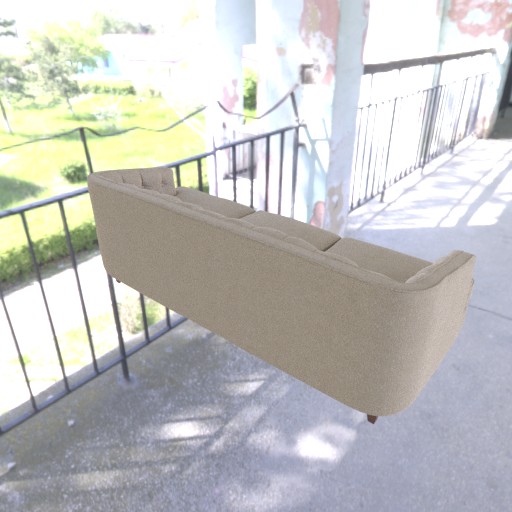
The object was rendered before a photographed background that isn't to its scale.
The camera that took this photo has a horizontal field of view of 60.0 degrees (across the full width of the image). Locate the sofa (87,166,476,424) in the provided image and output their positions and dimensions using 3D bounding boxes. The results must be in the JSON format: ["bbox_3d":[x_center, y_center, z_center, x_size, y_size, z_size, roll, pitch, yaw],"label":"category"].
[{"bbox_3d":[0.000,0.000,2.627,2.235,0.788,0.913,21,35,34],"label":"sofa"}]
